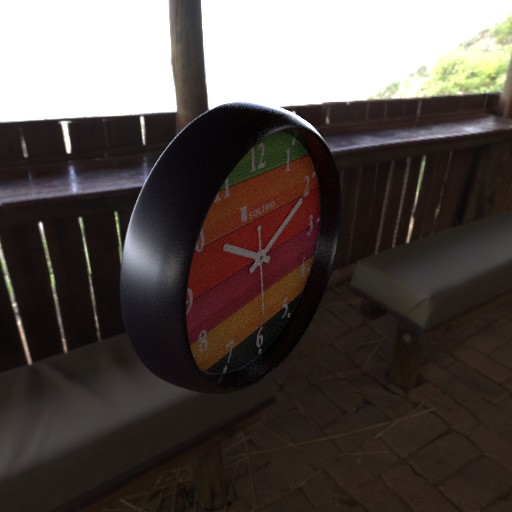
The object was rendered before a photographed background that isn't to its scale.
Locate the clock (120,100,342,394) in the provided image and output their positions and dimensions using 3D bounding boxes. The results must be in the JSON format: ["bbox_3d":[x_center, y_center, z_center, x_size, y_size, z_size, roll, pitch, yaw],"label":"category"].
[{"bbox_3d":[0.000,0.000,0.456,0.060,0.300,0.300,18,32,32],"label":"clock"}]
